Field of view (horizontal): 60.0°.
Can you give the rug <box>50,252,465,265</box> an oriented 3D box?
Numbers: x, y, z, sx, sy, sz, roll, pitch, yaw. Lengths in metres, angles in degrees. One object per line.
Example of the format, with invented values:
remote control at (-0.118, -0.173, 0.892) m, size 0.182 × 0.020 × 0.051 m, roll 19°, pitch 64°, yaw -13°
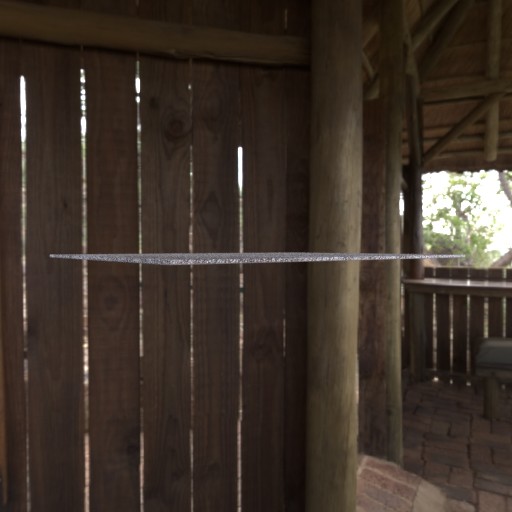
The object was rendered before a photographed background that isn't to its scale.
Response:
rug at (0.000, 0.000, 4.085) m, size 3.000 × 0.025 × 2.401 m, roll -1°, pitch 1°, yaw -38°
